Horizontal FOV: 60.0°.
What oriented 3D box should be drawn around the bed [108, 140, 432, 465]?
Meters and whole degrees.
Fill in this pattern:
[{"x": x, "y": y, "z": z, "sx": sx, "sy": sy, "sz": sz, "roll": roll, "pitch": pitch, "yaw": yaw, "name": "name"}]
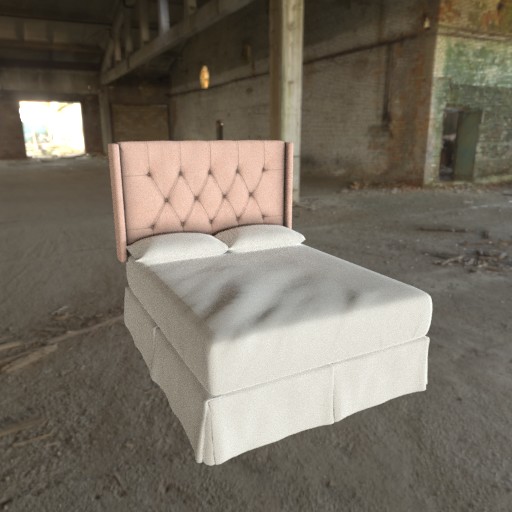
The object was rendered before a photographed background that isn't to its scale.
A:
[{"x": 0.000, "y": 0.000, "z": 3.348, "sx": 1.719, "sy": 1.665, "sz": 2.066, "roll": -8, "pitch": 17, "yaw": -27, "name": "bed"}]
